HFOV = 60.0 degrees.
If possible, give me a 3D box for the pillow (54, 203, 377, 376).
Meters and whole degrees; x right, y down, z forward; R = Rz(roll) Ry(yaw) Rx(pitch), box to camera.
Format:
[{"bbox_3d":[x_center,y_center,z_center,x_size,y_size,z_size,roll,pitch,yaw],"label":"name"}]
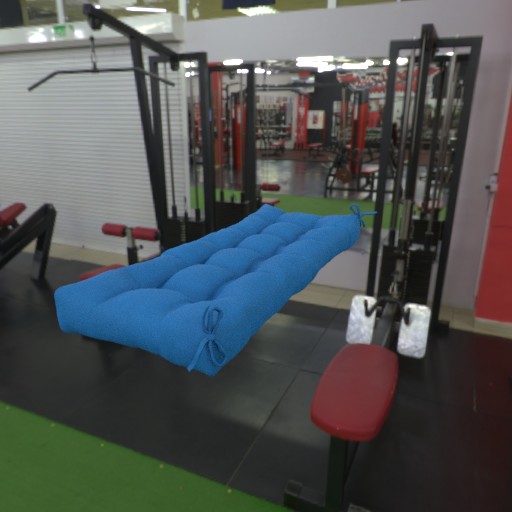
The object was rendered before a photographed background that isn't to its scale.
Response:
[{"bbox_3d":[0.000,0.000,1.386,0.511,0.174,1.194,9,20,25],"label":"pillow"}]
